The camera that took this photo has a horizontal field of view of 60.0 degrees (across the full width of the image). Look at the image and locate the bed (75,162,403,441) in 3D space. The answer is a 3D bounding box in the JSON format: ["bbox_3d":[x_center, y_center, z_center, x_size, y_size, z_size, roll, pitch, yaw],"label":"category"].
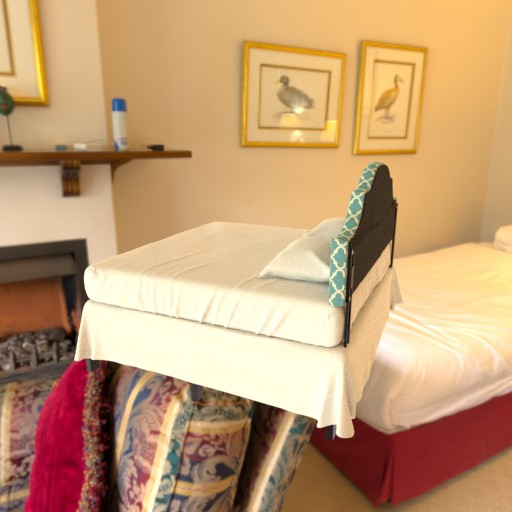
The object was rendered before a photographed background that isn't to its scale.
[{"bbox_3d":[0.000,0.000,3.751,2.222,1.601,2.314,7,17,24],"label":"bed"}]
